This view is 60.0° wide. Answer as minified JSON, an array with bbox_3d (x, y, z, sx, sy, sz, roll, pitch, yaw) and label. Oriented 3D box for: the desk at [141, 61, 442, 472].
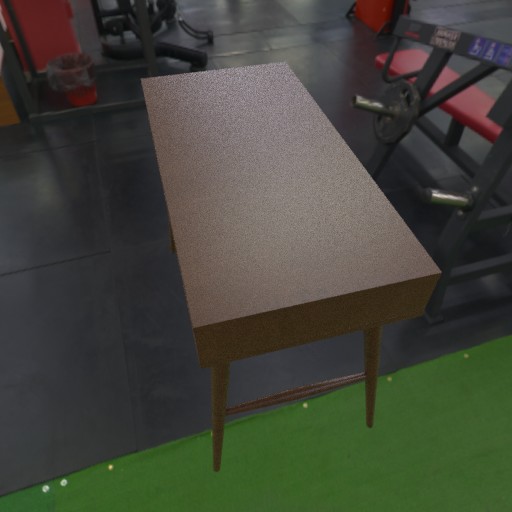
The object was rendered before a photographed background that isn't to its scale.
[{"bbox_3d":[0.000,0.000,1.375,0.510,0.758,0.949,-11,48,-10],"label":"desk"}]
